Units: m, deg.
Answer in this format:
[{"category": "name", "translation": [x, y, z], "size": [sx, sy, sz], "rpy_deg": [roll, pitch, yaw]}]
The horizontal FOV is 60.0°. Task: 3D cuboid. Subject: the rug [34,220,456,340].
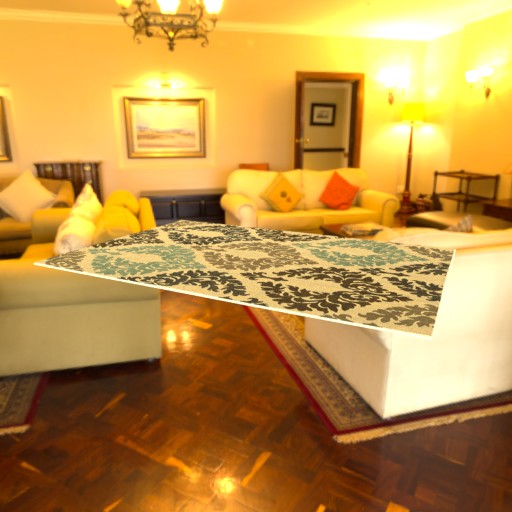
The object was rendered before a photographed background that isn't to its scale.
[{"category": "rug", "translation": [0.000, 0.000, 2.847], "size": [2.275, 0.014, 1.514], "rpy_deg": [8, 17, 26]}]
